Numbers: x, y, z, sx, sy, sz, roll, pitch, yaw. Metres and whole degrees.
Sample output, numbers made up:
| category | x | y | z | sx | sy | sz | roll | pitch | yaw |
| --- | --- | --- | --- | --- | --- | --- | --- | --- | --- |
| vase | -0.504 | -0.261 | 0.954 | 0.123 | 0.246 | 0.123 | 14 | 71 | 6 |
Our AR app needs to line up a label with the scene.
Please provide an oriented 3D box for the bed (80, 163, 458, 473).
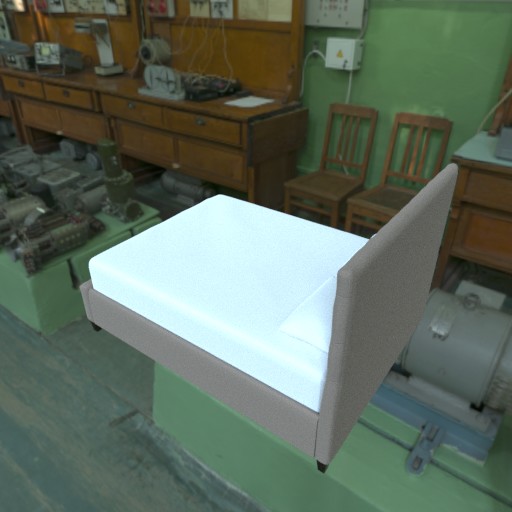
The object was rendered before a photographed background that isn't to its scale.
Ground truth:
| category | x | y | z | sx | sy | sz | roll | pitch | yaw |
| --- | --- | --- | --- | --- | --- | --- | --- | --- | --- |
| bed | 0.000 | 0.000 | 3.353 | 2.233 | 1.426 | 1.696 | 21 | 37 | 30 |
